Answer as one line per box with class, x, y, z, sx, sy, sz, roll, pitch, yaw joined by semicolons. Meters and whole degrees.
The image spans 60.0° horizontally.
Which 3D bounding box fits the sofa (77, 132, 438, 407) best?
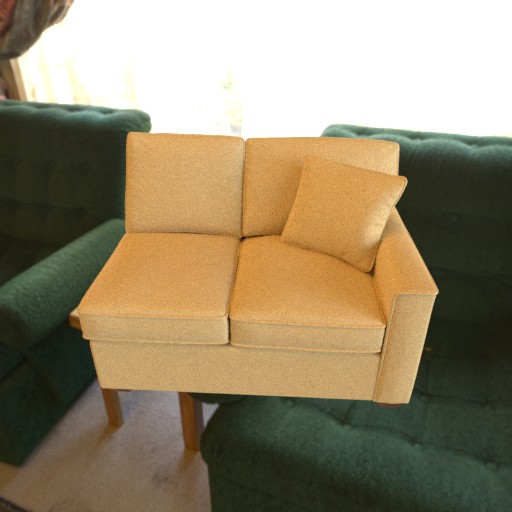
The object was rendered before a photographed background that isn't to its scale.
sofa;0.000;0.000;2.110;1.388;0.989;0.991;2;30;3
